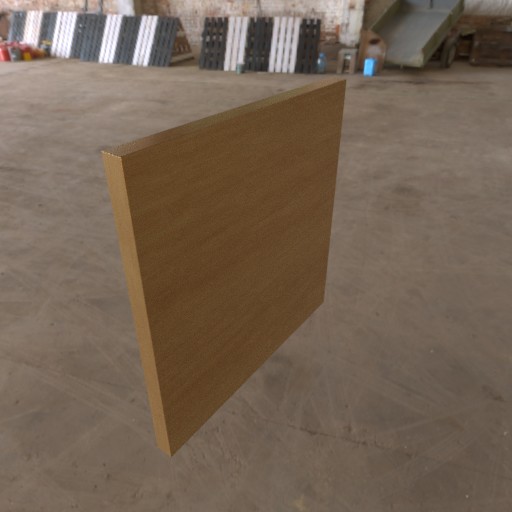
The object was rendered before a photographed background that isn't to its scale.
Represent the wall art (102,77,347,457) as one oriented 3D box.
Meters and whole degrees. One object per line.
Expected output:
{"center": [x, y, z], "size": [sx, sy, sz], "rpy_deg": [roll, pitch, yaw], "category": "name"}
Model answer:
{"center": [0.000, 0.000, 0.457], "size": [0.019, 0.302, 0.302], "rpy_deg": [21, 38, 30], "category": "wall art"}
